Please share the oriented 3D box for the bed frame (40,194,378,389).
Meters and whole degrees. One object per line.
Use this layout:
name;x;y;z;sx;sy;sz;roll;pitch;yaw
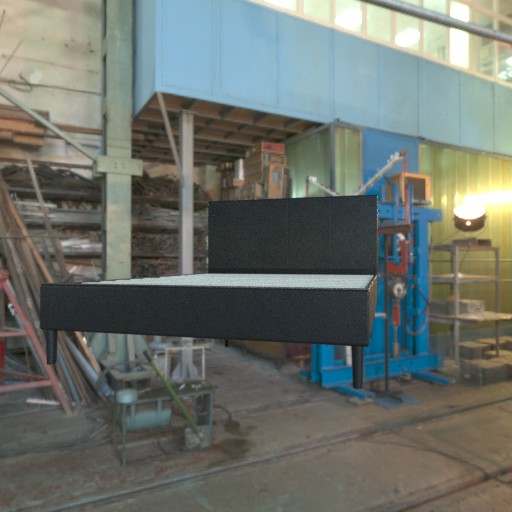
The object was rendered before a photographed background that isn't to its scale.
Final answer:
bed frame;0.000;0.000;3.150;1.634;1.127;2.318;0;-1;16
